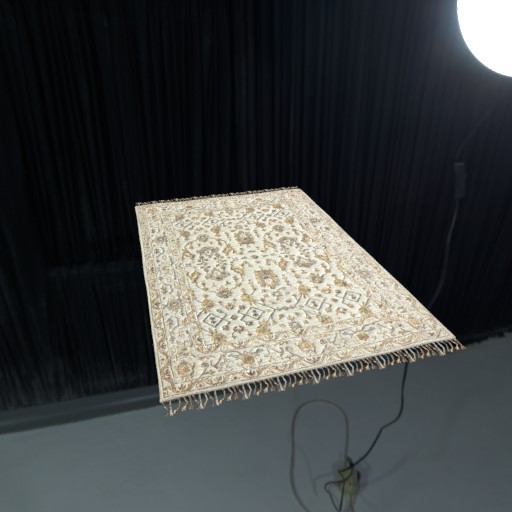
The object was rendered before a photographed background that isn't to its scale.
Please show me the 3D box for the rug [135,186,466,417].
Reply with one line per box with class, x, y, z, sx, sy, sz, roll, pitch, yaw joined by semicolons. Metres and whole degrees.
rug;0.000;0.000;3.066;1.529;0.027;2.434;-8;30;-14
